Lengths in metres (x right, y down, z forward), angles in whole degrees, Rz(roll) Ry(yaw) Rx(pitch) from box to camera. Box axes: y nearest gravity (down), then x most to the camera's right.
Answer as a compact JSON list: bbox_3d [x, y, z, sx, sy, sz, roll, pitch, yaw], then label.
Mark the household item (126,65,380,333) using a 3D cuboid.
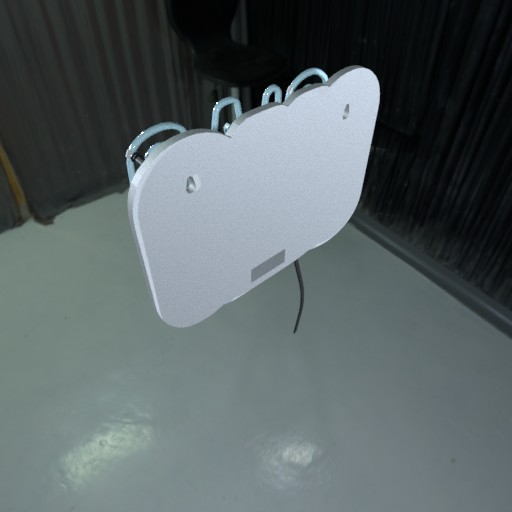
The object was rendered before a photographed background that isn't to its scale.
[{"bbox_3d":[0.000,0.000,0.378,0.211,0.294,0.042,-31,53,-28],"label":"household item"}]
